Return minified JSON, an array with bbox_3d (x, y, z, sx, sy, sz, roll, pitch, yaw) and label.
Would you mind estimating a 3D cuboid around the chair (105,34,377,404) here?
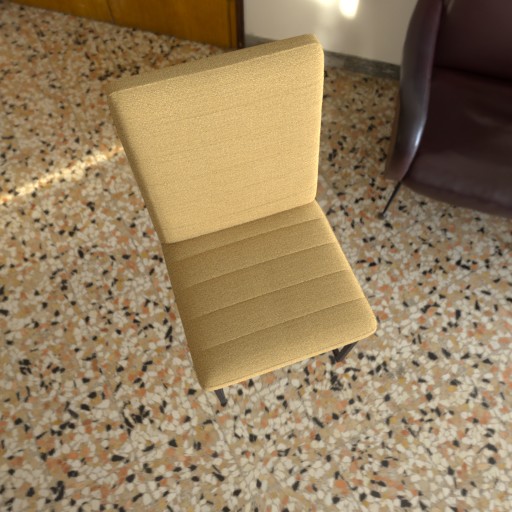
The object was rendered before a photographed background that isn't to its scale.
[{"bbox_3d":[0.000,0.000,1.296,0.520,0.930,0.634,-17,66,-8],"label":"chair"}]
